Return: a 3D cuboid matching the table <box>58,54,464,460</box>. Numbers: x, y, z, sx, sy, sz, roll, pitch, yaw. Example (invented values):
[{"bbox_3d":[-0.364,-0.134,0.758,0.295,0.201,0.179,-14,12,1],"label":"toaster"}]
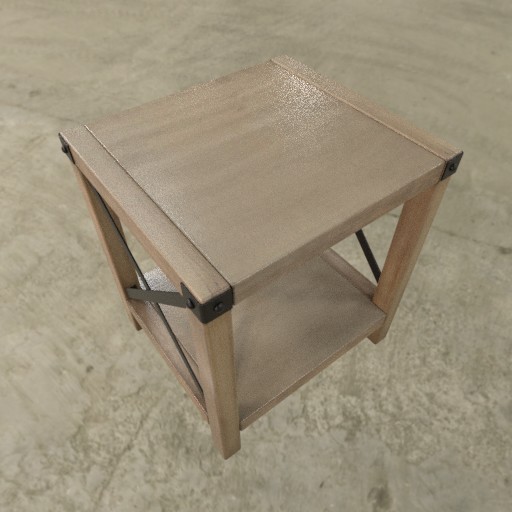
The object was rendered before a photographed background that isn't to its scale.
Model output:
[{"bbox_3d":[0.000,0.000,0.928,0.510,0.561,0.459,-29,54,-24],"label":"table"}]
